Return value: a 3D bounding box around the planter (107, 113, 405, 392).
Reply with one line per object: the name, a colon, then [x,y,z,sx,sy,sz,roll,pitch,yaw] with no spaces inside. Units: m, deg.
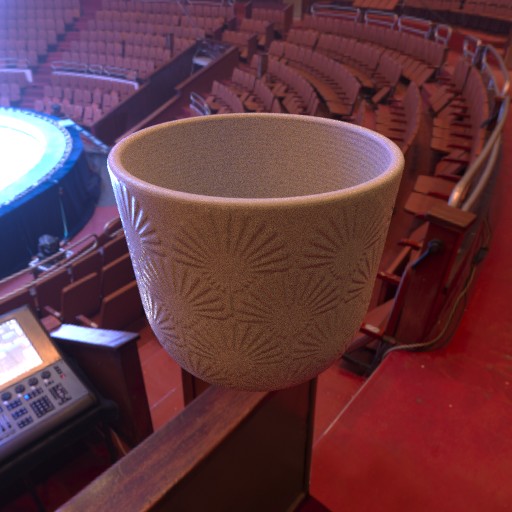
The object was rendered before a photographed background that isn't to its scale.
planter: [0.000,0.000,0.300,0.170,0.152,0.170,0,31,0]
